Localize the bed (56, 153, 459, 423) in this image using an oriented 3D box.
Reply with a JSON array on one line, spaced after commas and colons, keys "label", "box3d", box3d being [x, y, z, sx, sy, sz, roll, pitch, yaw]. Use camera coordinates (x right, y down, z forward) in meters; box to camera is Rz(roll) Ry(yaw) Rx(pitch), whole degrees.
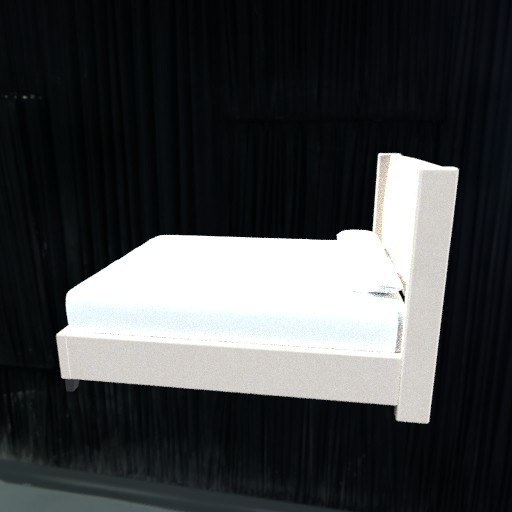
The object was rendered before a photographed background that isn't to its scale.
[{"label": "bed", "box3d": [0.000, 0.000, 3.385, 2.293, 1.471, 1.778, 2, 15, 8]}]
